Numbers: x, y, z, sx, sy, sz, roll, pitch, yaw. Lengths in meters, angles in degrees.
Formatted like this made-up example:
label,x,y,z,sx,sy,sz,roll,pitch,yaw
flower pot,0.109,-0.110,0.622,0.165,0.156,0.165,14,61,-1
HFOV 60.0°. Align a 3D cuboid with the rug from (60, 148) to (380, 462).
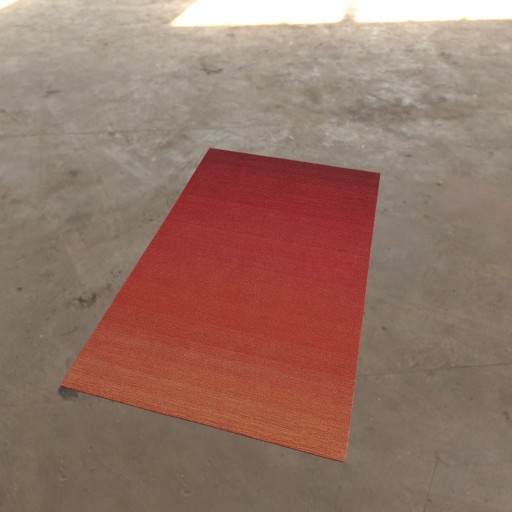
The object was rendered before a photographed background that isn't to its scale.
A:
label,x,y,z,sx,sy,sz,roll,pitch,yaw
rug,0.000,0.000,3.065,1.531,0.010,2.442,11,47,10
